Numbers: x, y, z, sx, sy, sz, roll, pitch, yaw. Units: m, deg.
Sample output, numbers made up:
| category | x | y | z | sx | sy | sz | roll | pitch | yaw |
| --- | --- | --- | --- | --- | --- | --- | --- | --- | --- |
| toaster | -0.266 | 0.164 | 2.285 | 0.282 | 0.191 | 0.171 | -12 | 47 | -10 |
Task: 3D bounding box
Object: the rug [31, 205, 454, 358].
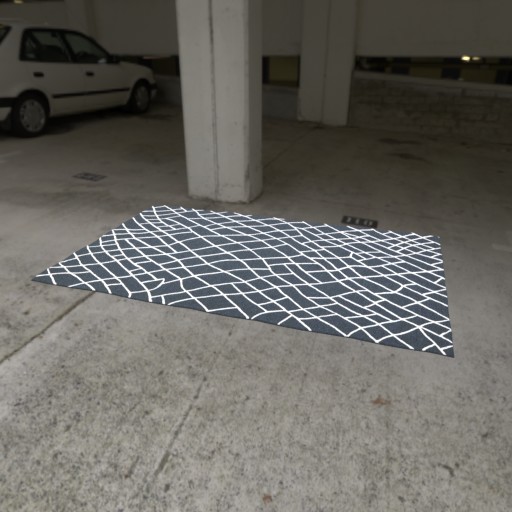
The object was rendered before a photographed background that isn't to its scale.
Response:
| category | x | y | z | sx | sy | sz | roll | pitch | yaw |
| --- | --- | --- | --- | --- | --- | --- | --- | --- | --- |
| rug | 0.000 | 0.000 | 3.064 | 2.448 | 0.017 | 1.529 | 8 | 26 | 16 |
